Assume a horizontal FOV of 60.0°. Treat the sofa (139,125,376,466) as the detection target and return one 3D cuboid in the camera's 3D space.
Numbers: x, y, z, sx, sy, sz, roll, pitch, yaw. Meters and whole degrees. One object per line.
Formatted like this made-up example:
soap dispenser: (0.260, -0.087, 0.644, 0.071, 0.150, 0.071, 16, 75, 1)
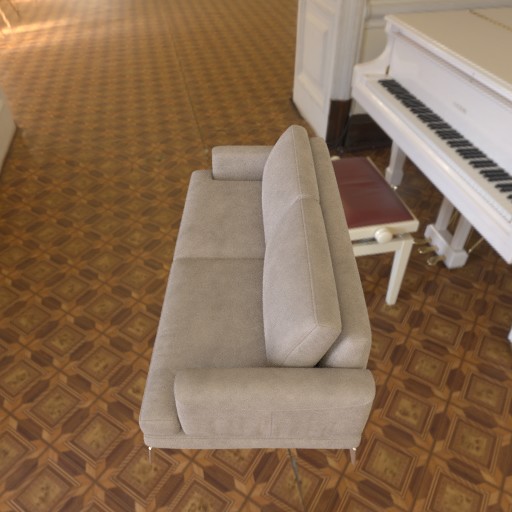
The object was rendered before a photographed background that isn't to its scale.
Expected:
sofa: (0.000, 0.000, 2.523, 0.980, 0.830, 2.013, 0, 42, 0)
